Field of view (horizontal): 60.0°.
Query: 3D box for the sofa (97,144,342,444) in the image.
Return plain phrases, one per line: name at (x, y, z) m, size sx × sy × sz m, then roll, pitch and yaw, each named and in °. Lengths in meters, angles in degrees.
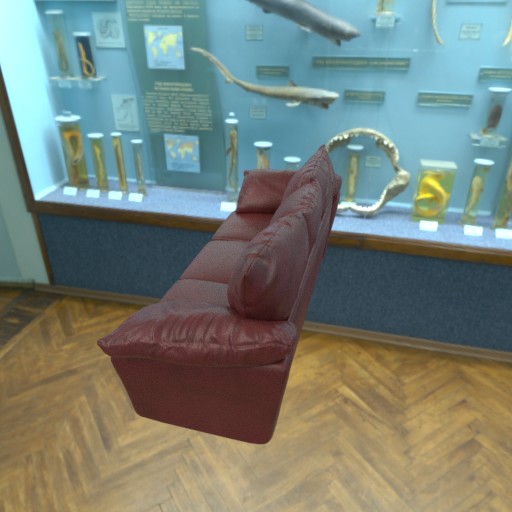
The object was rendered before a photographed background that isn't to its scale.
sofa at (0.000, 0.000, 2.923) m, size 0.907 × 1.091 × 2.390 m, roll 7°, pitch 30°, yaw 13°
